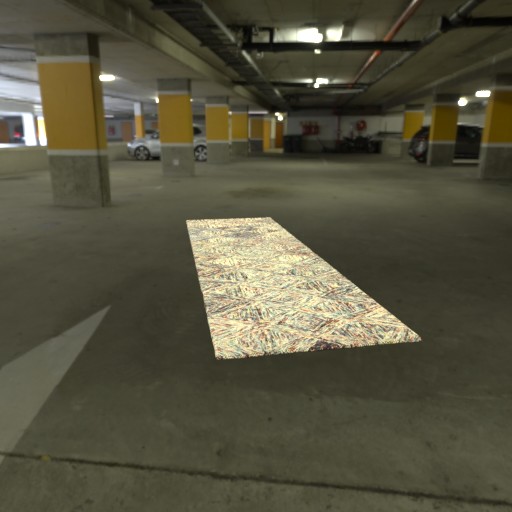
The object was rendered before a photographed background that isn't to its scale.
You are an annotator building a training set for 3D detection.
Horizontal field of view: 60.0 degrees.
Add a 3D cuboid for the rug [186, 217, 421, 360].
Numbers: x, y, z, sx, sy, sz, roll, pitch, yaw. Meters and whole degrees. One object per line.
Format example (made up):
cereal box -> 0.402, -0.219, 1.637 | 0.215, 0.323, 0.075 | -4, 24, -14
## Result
rug -> 0.000, 0.000, 2.494 | 0.688, 0.015, 2.292 | -3, 15, -11
